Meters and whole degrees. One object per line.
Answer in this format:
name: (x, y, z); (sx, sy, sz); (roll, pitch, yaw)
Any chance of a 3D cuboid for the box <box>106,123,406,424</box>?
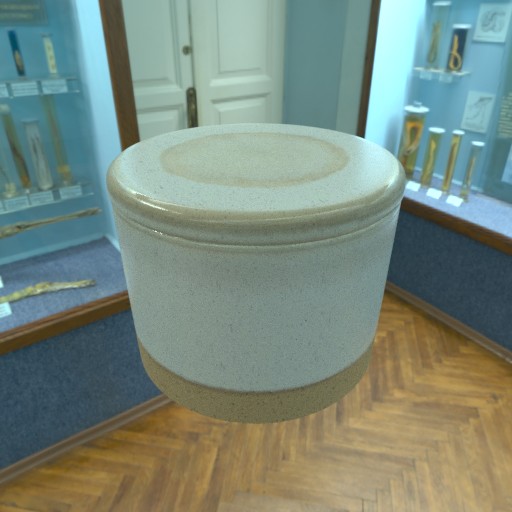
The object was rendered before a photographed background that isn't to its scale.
box: (0.000, 0.000, 0.264); (0.154, 0.123, 0.154); (0, 30, 0)
